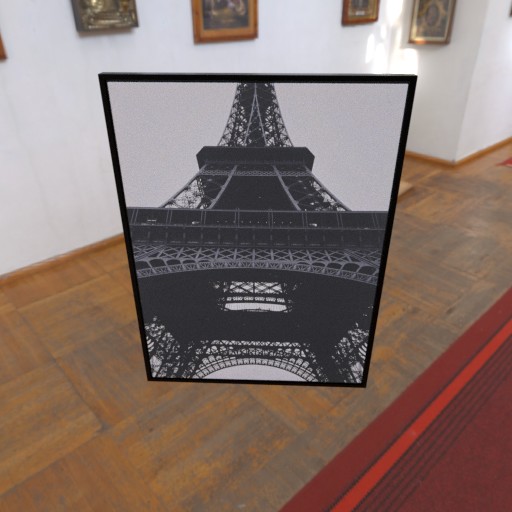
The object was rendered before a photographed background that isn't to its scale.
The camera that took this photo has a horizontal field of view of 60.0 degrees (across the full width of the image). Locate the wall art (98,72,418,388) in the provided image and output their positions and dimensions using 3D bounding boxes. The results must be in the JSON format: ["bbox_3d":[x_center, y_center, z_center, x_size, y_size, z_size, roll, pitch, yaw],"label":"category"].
[{"bbox_3d":[0.000,0.000,1.388,0.805,1.062,0.040,1,29,2],"label":"wall art"}]
